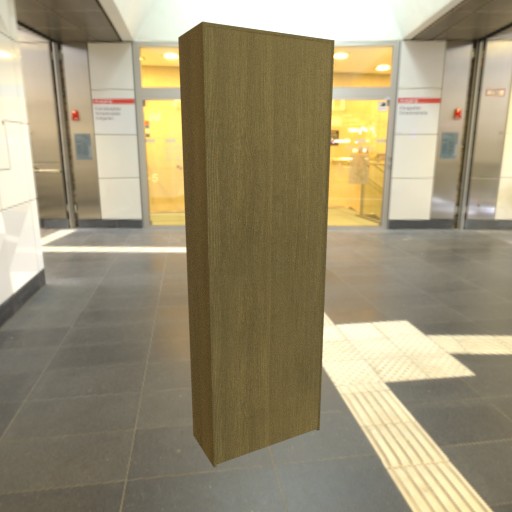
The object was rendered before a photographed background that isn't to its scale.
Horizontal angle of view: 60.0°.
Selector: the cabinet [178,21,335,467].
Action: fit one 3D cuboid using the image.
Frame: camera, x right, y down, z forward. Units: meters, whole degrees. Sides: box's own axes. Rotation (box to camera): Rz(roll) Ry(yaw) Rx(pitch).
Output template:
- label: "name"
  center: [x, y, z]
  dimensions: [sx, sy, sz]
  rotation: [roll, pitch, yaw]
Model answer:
- label: "cabinet"
  center: [0.000, 0.000, 1.812]
  dimensions: [0.520, 1.630, 0.255]
  rotation: [-7, 15, -27]
